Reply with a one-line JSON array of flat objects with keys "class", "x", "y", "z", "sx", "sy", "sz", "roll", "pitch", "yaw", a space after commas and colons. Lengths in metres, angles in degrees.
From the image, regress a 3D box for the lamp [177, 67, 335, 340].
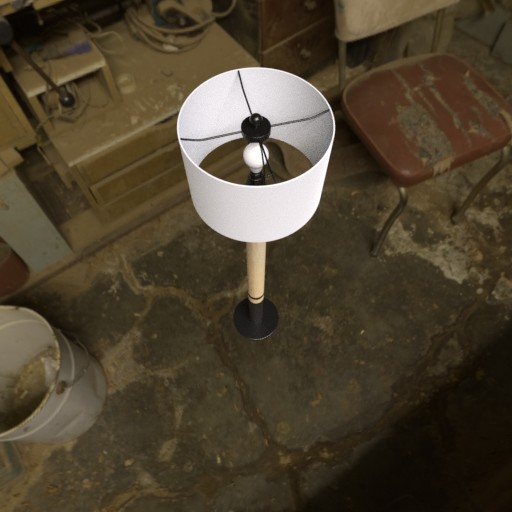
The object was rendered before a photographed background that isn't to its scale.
[{"class": "lamp", "x": 0.000, "y": 0.000, "z": 1.708, "sx": 0.381, "sy": 1.478, "sz": 0.381, "roll": -31, "pitch": 67, "yaw": -15}]
